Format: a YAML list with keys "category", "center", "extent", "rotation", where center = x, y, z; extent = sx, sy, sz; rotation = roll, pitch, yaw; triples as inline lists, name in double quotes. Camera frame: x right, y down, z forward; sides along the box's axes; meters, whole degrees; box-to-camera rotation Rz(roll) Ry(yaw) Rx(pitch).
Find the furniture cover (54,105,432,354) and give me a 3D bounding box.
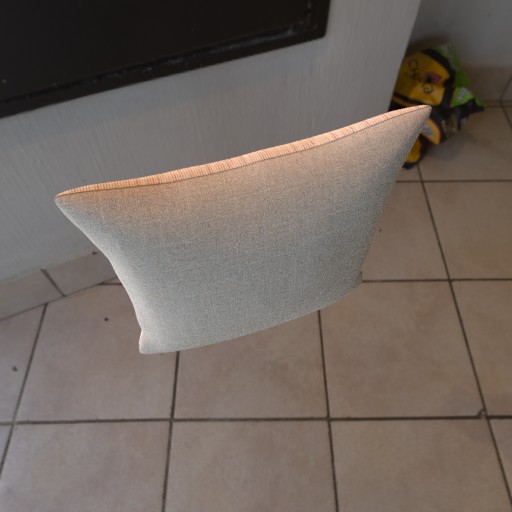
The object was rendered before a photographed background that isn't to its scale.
- category: "furniture cover"
  center: [0.000, 0.000, 0.770]
  extent: [0.512, 0.506, 0.178]
  rotation: [-16, 58, -10]
